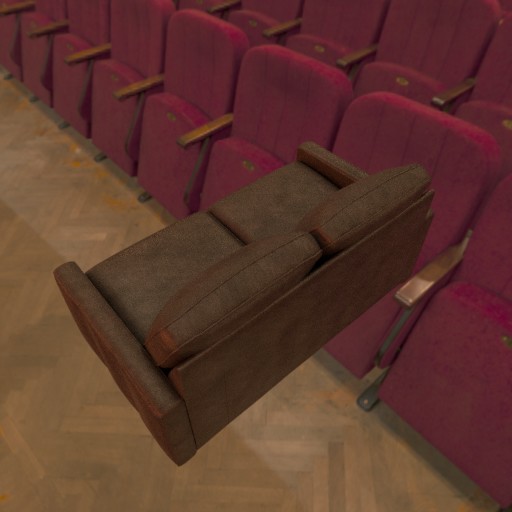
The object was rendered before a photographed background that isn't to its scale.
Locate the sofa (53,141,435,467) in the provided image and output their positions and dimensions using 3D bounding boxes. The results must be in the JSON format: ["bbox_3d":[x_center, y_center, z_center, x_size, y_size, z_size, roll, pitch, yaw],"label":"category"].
[{"bbox_3d":[0.000,0.000,2.275,1.732,0.916,0.939,-32,54,-27],"label":"sofa"}]
